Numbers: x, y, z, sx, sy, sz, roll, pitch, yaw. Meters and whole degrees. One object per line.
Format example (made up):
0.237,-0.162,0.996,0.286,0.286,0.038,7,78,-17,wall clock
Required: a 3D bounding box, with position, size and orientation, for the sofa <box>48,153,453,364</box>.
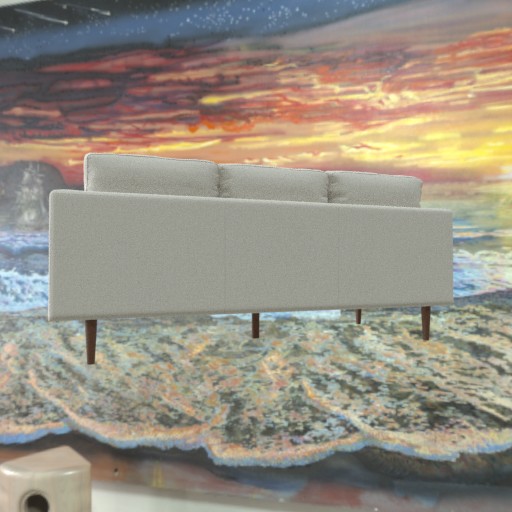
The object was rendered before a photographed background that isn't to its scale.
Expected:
0.000,0.000,2.461,2.029,0.912,0.802,0,-1,-19,sofa
